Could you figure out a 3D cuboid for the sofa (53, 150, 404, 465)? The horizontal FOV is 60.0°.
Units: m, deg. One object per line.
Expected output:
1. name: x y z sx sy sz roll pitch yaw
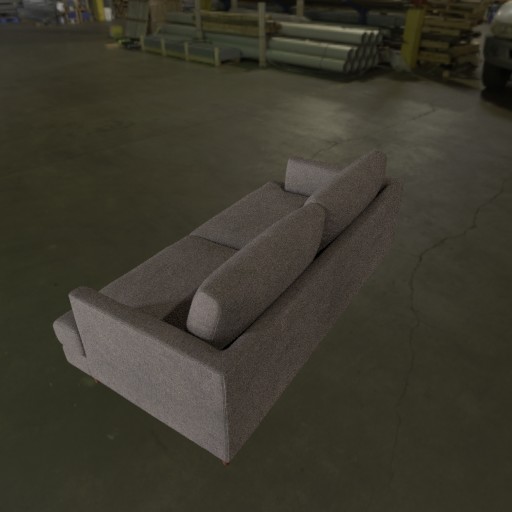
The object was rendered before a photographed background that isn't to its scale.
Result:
1. sofa: 0.000 0.000 2.496 1.020 0.868 1.948 20 38 27
